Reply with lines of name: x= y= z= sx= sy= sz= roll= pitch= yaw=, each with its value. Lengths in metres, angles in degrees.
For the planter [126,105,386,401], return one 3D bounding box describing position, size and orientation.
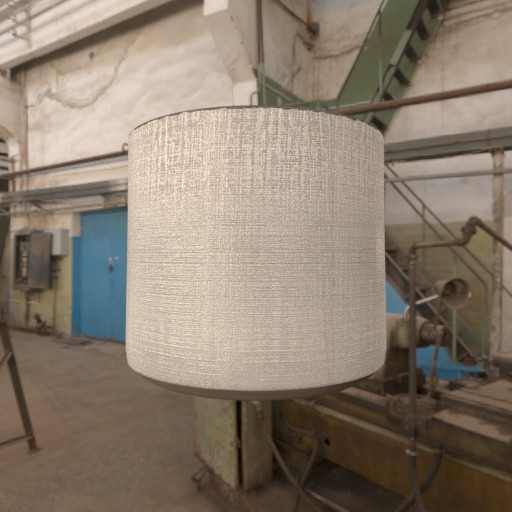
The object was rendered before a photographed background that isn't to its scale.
planter: x=0.000 y=0.000 z=0.222 sx=0.125 sy=0.112 sz=0.125 roll=0 pitch=0 yaw=0
